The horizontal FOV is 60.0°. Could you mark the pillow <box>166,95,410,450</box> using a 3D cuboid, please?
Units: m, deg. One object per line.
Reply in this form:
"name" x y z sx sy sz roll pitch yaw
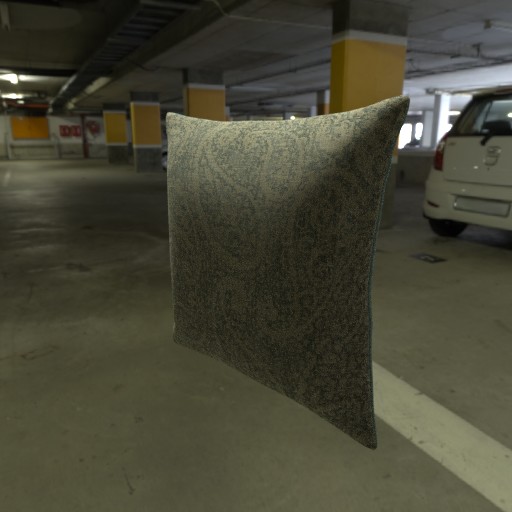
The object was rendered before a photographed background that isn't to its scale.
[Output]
"pillow" 0.000 0.000 0.787 0.166 0.507 0.526 -14 21 -43
